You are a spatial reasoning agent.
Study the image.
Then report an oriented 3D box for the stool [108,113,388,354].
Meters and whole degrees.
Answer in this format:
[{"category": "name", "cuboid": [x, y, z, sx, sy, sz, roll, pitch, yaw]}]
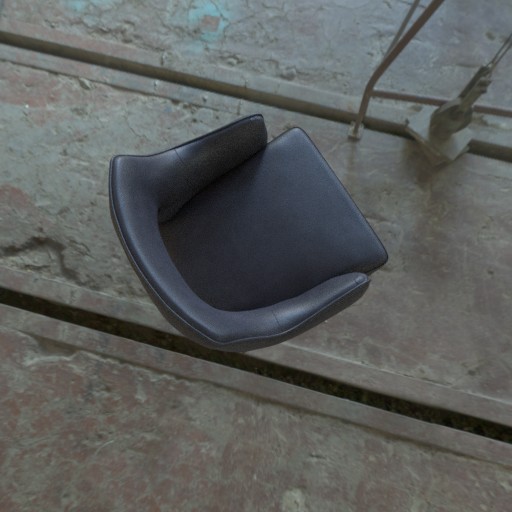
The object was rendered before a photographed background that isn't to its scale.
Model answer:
[{"category": "stool", "cuboid": [0.000, 0.000, 1.350, 0.560, 1.041, 0.550, -30, 78, -7]}]
